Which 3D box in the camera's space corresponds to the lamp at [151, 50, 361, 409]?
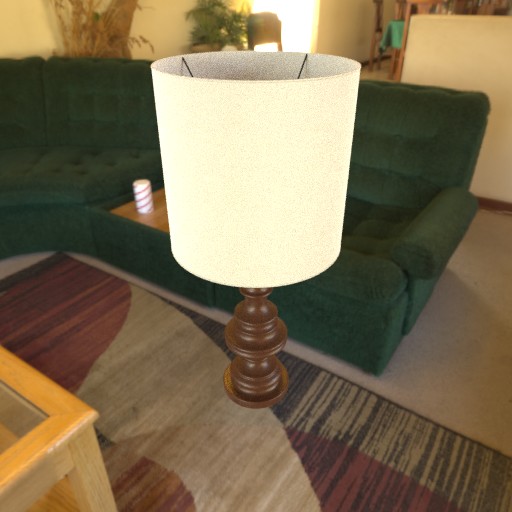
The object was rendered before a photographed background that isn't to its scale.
[{"bbox_3d":[0.000,0.000,0.565,0.208,0.455,0.208,8,32,14],"label":"lamp"}]
